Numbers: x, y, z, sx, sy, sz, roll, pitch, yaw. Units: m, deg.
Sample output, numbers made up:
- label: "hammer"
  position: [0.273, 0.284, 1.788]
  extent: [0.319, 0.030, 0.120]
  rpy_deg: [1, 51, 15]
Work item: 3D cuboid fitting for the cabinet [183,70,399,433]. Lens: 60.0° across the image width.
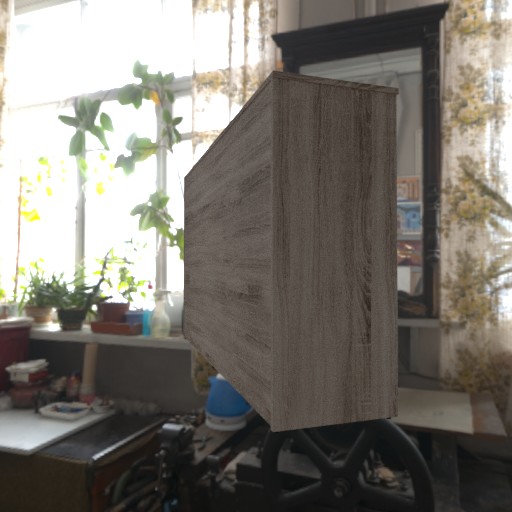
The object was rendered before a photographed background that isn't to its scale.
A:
- label: "cabinet"
  position: [0.000, 0.000, 1.843]
  extent: [0.380, 0.900, 1.450]
  rpy_deg: [0, -1, -18]
